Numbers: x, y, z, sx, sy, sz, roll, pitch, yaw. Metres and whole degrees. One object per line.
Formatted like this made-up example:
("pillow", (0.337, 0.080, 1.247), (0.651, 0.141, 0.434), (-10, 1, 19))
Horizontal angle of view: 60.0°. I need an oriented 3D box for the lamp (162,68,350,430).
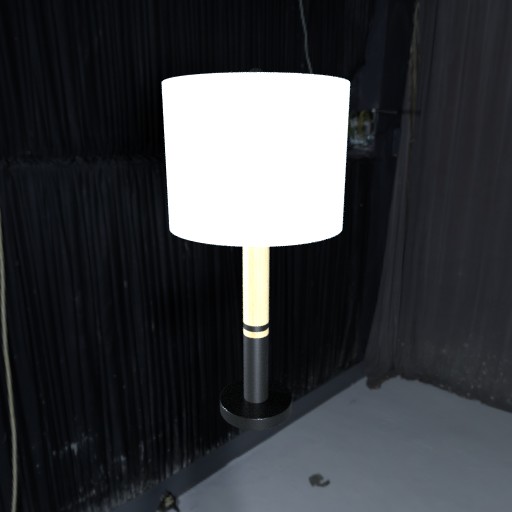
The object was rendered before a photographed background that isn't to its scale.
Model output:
("lamp", (0.000, 0.000, 0.813), (0.305, 0.640, 0.305), (-15, 21, -42))
